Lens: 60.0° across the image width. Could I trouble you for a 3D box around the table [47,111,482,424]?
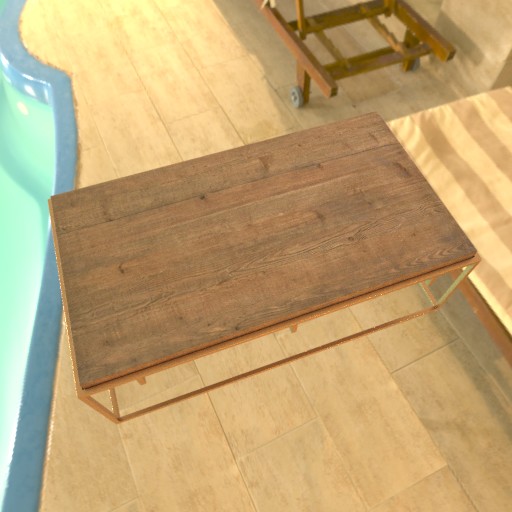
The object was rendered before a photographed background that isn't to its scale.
[{"bbox_3d":[0.000,0.000,1.768,1.387,0.468,0.775,-17,61,-10],"label":"table"}]
